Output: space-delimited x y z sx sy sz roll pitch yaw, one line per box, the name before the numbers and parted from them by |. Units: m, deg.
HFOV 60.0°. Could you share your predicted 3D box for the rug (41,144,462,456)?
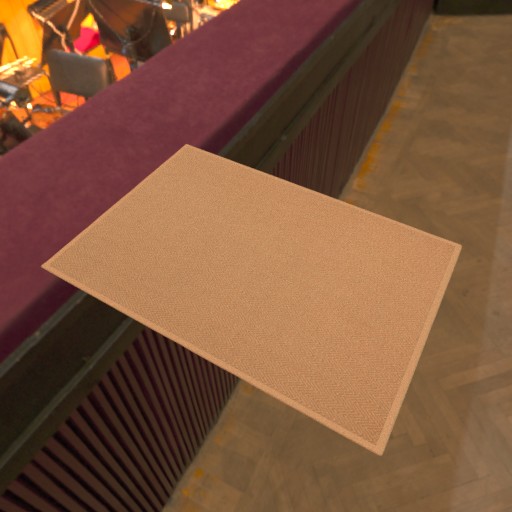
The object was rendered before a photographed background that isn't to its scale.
rug | 0.000 0.000 2.846 2.244 0.017 1.532 24 53 20
